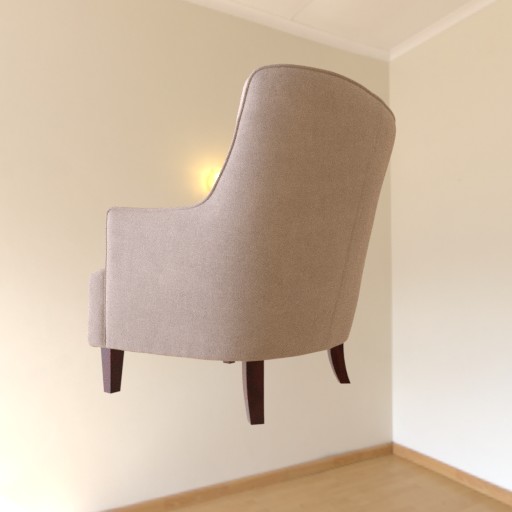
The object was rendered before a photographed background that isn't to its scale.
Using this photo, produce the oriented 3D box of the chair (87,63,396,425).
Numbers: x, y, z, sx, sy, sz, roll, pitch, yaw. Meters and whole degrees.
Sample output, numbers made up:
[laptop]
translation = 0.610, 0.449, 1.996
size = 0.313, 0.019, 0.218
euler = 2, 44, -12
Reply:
[chair]
translation = 0.000, 0.000, 1.543
size = 0.910, 0.920, 0.781
euler = -2, -3, 36
